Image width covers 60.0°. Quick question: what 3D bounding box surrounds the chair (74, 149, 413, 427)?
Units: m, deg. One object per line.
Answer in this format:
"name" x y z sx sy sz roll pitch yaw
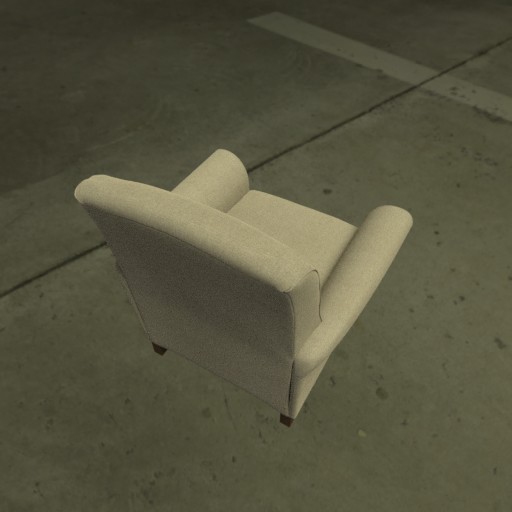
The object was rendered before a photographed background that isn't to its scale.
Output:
"chair" 0.000 0.000 1.767 0.978 1.061 0.905 23 50 21
